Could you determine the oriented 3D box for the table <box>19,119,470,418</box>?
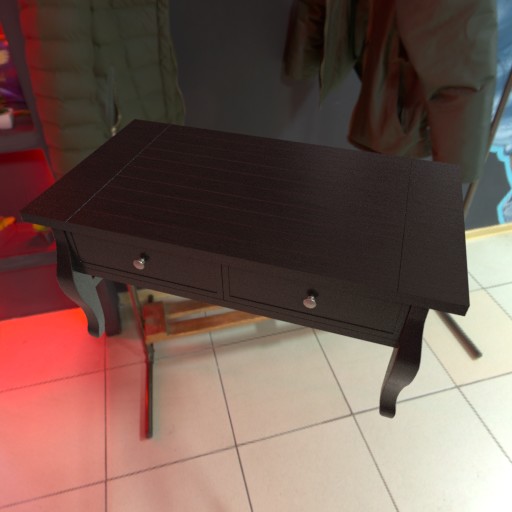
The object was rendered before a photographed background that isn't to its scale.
[{"bbox_3d":[0.000,0.000,1.360,1.062,0.494,0.600,12,42,13],"label":"table"}]
